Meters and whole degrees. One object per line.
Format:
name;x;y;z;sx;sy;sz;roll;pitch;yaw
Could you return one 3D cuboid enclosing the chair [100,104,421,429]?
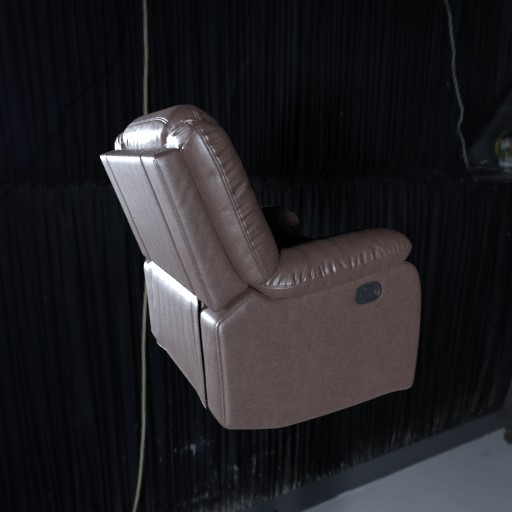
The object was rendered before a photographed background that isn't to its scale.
chair;0.000;0.000;1.639;0.934;1.009;0.899;-7;15;-27
